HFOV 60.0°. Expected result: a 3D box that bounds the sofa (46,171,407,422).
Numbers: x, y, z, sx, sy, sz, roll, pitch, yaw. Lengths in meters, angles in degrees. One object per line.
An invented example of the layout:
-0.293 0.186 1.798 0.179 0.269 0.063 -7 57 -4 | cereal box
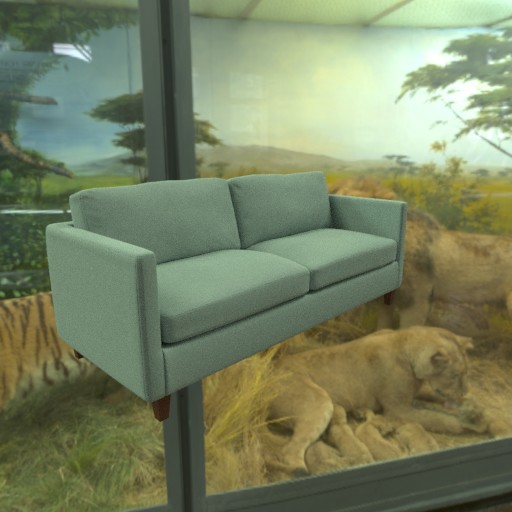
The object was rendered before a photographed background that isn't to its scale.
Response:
0.000 0.000 2.789 0.951 0.965 2.208 14 20 43 | sofa
